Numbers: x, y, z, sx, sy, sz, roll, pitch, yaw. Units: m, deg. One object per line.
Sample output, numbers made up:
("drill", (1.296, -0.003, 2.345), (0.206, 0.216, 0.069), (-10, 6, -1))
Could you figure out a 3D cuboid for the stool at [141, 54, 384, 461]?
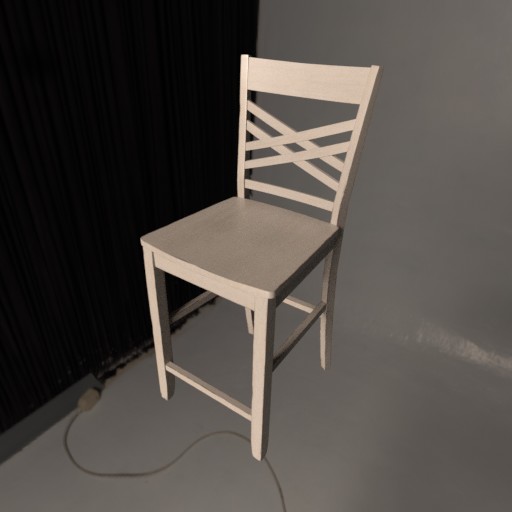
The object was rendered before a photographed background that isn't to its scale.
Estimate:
("stool", (0.000, 0.000, 1.375), (0.462, 1.079, 0.539), (20, 36, 31))
